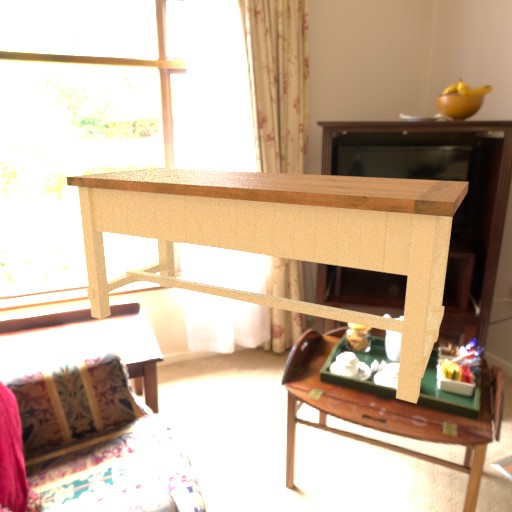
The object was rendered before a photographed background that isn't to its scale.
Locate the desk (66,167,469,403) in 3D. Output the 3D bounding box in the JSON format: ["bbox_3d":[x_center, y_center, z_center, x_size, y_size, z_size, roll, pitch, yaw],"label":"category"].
[{"bbox_3d":[0.000,0.000,2.217,1.803,0.762,0.688,8,18,27],"label":"desk"}]
